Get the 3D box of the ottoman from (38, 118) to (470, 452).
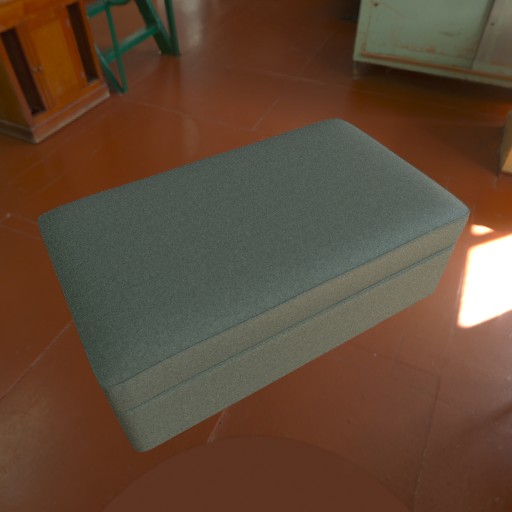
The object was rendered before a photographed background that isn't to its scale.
[{"bbox_3d":[0.000,0.000,1.489,1.173,0.494,0.681,-23,51,-21],"label":"ottoman"}]
